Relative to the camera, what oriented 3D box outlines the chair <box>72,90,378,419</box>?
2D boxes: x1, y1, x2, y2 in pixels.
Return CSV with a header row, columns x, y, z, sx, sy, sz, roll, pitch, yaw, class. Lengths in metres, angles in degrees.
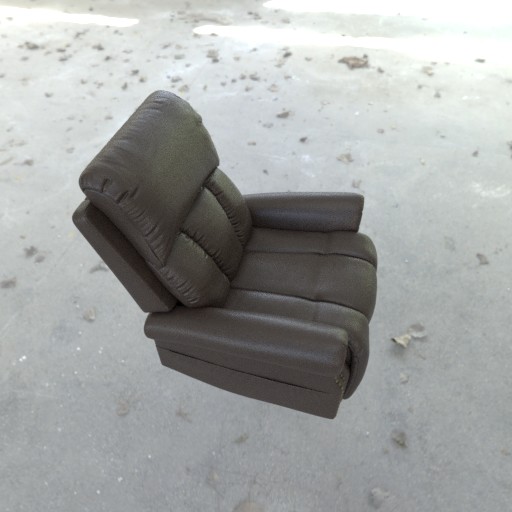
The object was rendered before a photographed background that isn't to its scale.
x,y,z,sx,sy,sz,roll,pitch,yaw,class
0.000,0.000,1.733,0.978,1.028,0.869,10,47,9,chair
